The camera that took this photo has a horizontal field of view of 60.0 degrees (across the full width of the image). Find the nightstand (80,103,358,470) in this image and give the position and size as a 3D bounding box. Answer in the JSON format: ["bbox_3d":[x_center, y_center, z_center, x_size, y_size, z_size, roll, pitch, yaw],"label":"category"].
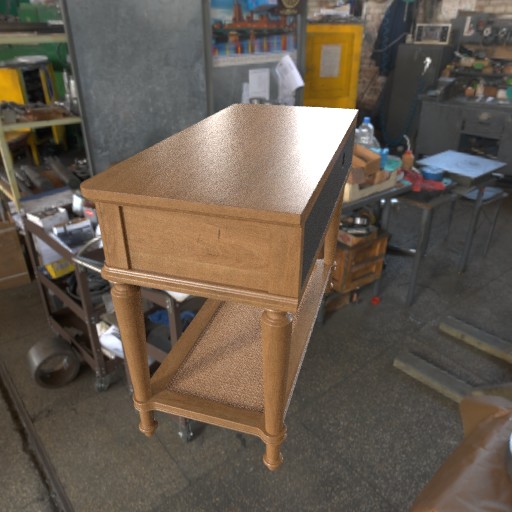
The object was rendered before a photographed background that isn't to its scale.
[{"bbox_3d":[0.000,0.000,1.316,0.432,0.700,0.914,8,30,15],"label":"nightstand"}]
